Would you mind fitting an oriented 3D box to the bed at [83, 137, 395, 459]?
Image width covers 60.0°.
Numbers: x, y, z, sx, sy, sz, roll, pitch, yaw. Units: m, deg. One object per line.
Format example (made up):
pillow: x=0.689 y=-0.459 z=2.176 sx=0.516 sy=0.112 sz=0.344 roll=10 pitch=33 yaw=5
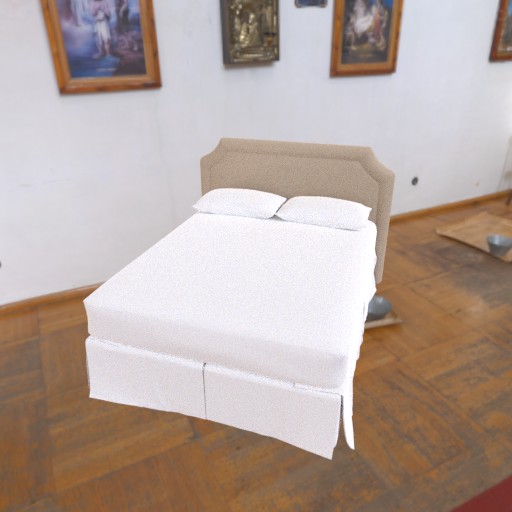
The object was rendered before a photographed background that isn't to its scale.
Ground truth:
bed: x=0.000 y=0.000 z=3.334 sx=1.828 sy=1.301 sz=2.204 roll=8 pitch=27 yaw=17
